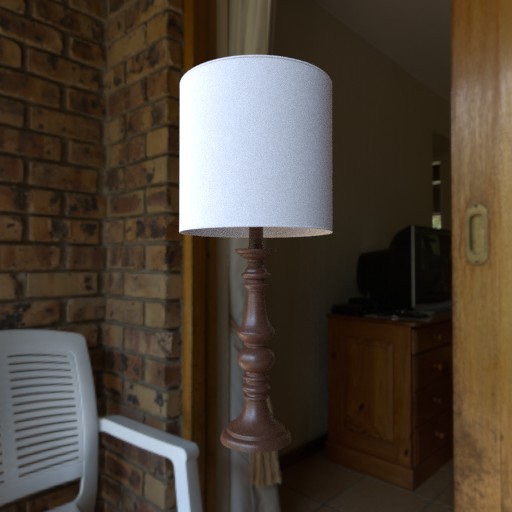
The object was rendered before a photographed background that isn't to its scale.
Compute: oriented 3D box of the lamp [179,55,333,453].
[{"bbox_3d":[0.000,0.000,0.733,0.250,0.597,0.250,-1,-1,37],"label":"lamp"}]
